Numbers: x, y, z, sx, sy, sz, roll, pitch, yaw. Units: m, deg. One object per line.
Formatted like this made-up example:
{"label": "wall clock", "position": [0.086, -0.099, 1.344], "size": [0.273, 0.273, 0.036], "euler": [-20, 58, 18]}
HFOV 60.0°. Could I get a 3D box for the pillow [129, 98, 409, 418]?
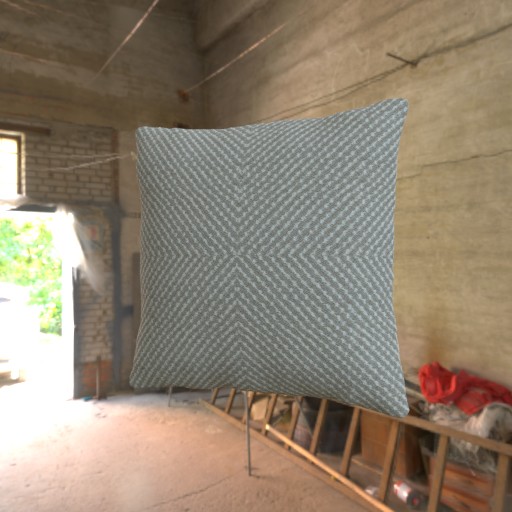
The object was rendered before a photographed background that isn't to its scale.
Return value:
{"label": "pillow", "position": [0.000, 0.000, 0.703], "size": [0.459, 0.458, 0.181], "euler": [0, 0, 19]}
